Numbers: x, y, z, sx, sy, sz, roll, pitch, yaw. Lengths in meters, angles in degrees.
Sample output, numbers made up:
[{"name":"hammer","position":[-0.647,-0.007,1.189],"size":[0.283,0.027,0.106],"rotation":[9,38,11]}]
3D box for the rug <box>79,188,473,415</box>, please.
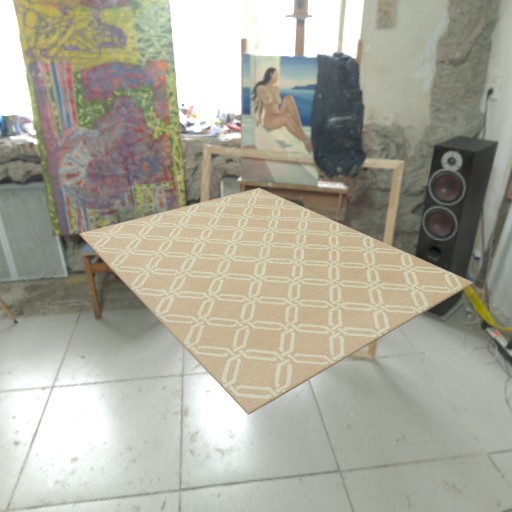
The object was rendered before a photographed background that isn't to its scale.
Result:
[{"name":"rug","position":[0.000,0.000,4.048],"size":[2.288,0.018,2.895],"rotation":[-19,34,-32]}]
